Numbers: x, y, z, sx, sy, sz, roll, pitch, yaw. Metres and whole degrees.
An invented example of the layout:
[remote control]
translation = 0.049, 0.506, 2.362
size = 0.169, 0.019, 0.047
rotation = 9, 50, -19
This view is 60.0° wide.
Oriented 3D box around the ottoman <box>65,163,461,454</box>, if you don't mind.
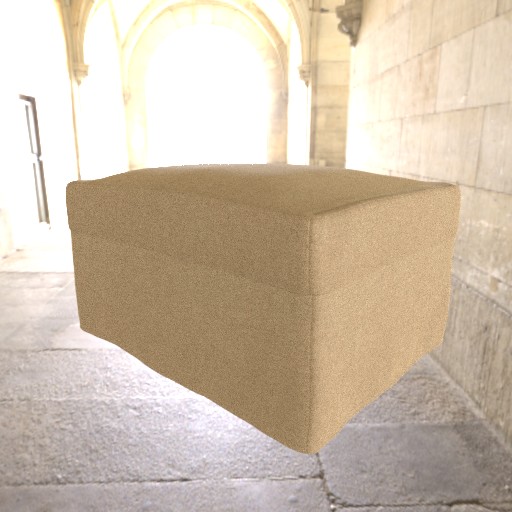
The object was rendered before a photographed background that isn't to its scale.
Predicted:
[ottoman]
translation = 0.000, 0.000, 1.193
size = 0.833, 0.485, 0.650
rotation = 13, 19, 41
